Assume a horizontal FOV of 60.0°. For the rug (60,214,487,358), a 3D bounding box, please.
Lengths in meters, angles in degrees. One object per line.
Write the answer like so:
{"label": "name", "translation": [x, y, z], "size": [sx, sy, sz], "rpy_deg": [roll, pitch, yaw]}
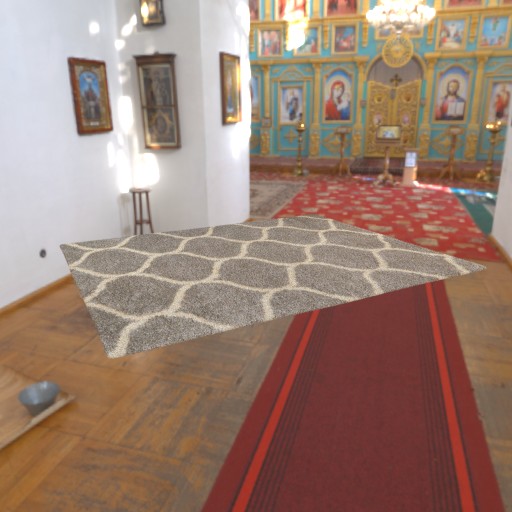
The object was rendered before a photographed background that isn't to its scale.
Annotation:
{"label": "rug", "translation": [0.000, 0.000, 3.929], "size": [3.000, 0.026, 2.399], "rpy_deg": [-9, 19, -27]}
